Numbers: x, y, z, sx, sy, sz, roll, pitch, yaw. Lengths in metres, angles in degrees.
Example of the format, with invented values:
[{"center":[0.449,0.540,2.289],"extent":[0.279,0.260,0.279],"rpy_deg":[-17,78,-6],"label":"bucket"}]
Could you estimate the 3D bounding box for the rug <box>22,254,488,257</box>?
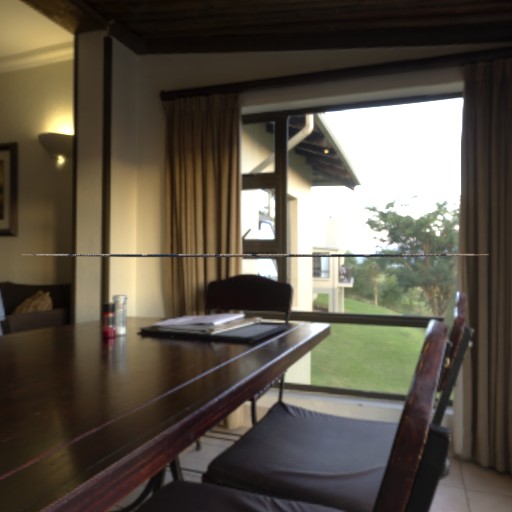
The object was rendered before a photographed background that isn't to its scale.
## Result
[{"center":[0.000,0.000,3.065],"extent":[2.441,0.010,1.532],"rpy_deg":[0,0,2],"label":"rug"}]
